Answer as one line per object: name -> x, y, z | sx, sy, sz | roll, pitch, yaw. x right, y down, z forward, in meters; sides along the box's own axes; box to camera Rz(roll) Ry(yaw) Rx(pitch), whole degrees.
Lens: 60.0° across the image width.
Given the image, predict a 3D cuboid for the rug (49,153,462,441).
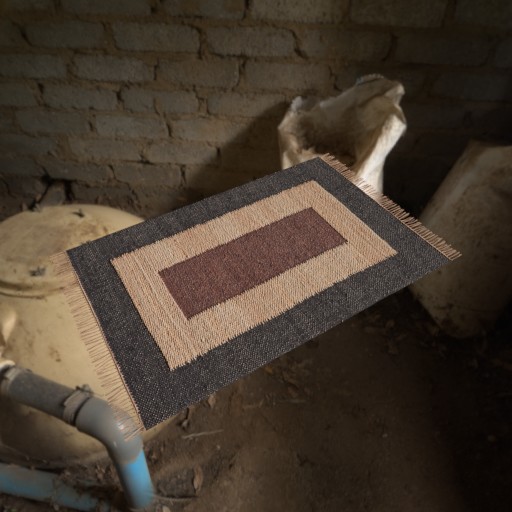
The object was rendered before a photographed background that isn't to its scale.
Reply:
rug -> 0.000, 0.000, 2.511 | 2.021, 0.027, 1.224 | -24, 51, -21
